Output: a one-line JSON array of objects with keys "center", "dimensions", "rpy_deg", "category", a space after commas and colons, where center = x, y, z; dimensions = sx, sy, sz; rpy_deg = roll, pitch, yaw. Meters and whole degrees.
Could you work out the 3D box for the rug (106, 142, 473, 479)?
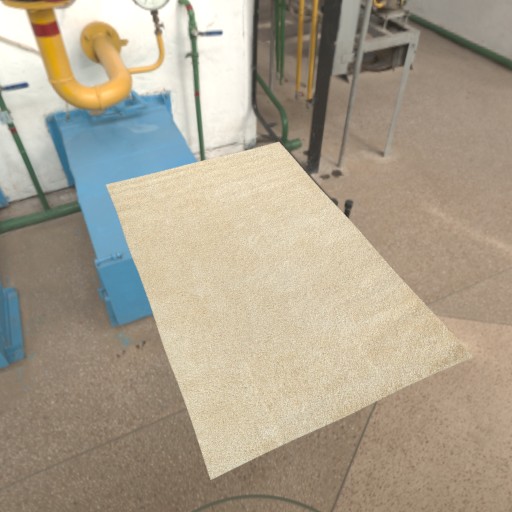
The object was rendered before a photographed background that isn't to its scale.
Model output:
[{"center": [0.000, 0.000, 2.919], "dimensions": [1.500, 0.025, 2.346], "rpy_deg": [-18, 49, -17], "category": "rug"}]
